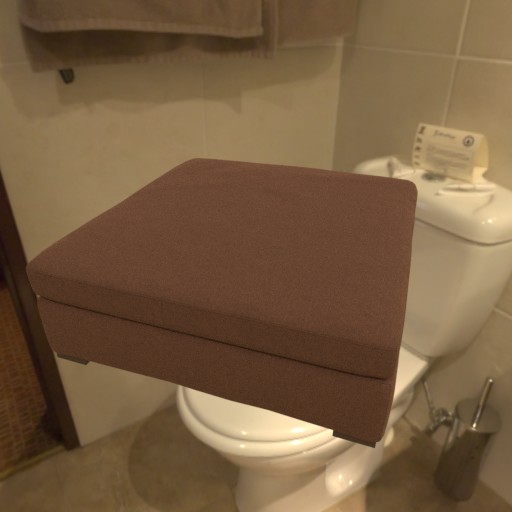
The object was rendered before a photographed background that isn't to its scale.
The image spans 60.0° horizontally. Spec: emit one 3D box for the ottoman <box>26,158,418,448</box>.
[{"bbox_3d":[0.000,0.000,1.788,1.181,0.470,1.181,10,31,17],"label":"ottoman"}]
